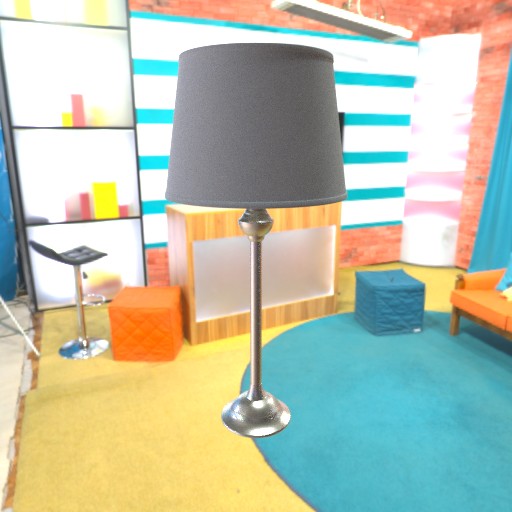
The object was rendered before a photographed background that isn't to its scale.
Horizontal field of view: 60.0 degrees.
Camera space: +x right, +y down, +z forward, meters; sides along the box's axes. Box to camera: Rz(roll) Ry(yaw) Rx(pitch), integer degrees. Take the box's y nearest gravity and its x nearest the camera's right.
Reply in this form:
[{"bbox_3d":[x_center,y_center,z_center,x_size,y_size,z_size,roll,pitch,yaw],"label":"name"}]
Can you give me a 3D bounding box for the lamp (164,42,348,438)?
[{"bbox_3d":[0.000,0.000,0.846,0.331,0.698,0.331,0,15,0],"label":"lamp"}]
